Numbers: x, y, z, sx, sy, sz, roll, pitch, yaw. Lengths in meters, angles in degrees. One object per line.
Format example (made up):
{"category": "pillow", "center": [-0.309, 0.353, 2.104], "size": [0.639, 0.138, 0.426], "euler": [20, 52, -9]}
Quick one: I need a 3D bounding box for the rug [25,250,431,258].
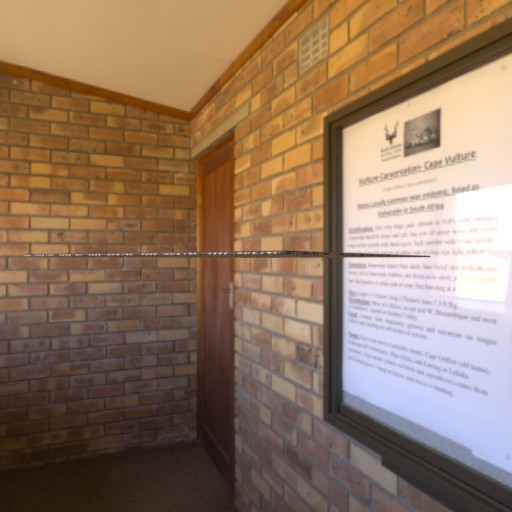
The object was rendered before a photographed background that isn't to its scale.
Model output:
{"category": "rug", "center": [0.000, 0.000, 3.911], "size": [2.305, 0.017, 2.902], "euler": [0, -1, 34]}
